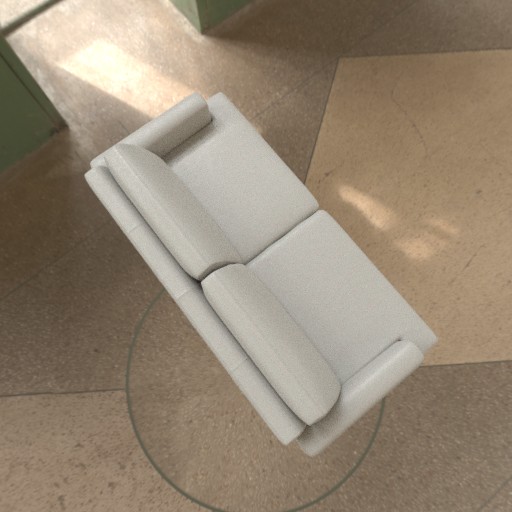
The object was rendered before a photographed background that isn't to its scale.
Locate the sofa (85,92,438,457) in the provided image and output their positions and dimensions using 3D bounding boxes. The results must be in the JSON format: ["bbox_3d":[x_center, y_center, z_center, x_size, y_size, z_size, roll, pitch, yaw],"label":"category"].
[{"bbox_3d":[0.000,0.000,2.441,0.974,0.765,1.940,-37,78,-9],"label":"sofa"}]
